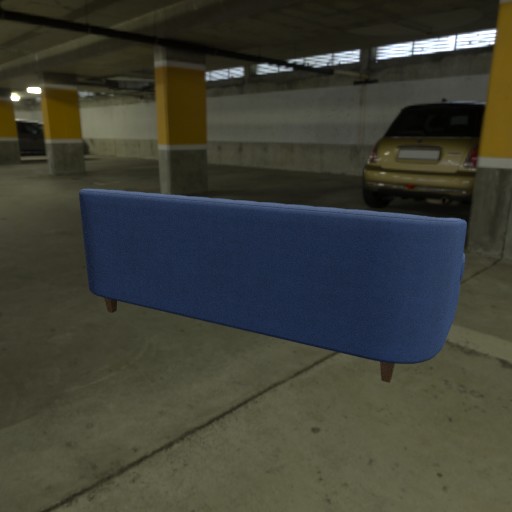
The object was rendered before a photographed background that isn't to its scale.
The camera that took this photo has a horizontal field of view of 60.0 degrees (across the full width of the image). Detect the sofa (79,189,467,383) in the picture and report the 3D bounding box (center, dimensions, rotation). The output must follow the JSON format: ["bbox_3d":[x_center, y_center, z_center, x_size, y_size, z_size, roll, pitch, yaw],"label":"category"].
[{"bbox_3d":[0.000,0.000,2.660,2.235,0.787,0.914,8,18,27],"label":"sofa"}]
